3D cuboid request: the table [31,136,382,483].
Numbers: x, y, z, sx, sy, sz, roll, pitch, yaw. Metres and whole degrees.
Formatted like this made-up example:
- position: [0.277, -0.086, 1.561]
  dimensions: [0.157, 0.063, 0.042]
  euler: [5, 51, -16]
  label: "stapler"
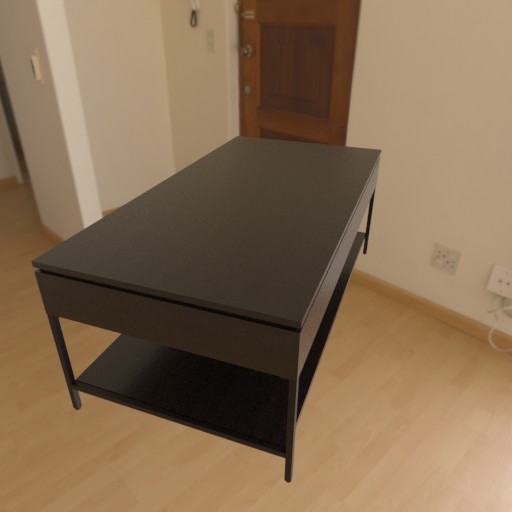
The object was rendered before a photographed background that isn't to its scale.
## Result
- position: [0.000, 0.000, 1.374]
  dimensions: [0.574, 0.435, 1.095]
  euler: [10, 31, 18]
  label: "table"
